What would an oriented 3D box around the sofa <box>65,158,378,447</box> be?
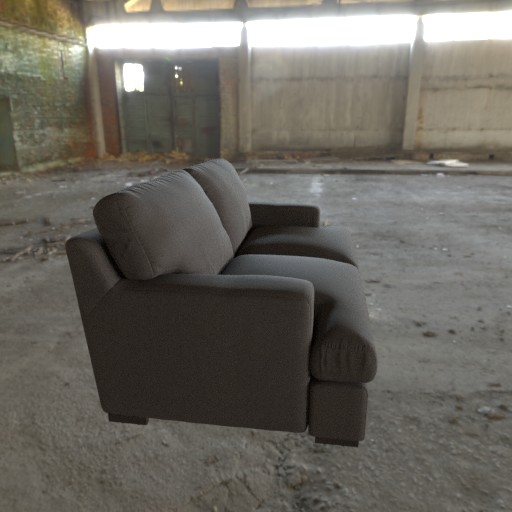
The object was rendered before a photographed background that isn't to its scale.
[{"bbox_3d":[0.000,0.000,2.447,1.143,0.940,1.880,3,17,8],"label":"sofa"}]
